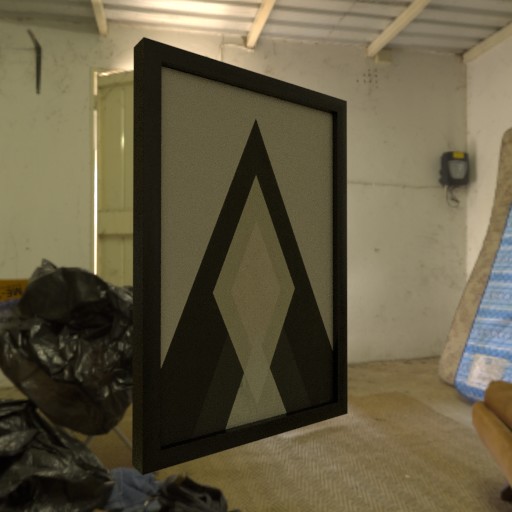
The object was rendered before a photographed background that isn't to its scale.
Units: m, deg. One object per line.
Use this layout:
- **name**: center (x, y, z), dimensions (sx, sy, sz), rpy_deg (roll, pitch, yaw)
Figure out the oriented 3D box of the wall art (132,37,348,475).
- **wall art**: center (0.000, 0.000, 0.566), dimensions (0.313, 0.457, 0.031), rpy_deg (1, -1, -37)
